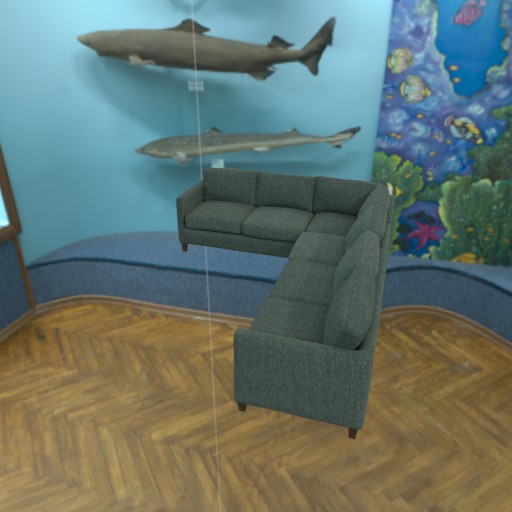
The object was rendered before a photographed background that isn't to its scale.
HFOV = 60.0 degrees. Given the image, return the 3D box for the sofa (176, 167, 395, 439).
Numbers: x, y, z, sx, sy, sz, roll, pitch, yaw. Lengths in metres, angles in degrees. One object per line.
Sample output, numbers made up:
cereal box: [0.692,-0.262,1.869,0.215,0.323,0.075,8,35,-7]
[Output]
sofa: [0.000,0.000,4.531,2.593,0.947,3.302,8,28,16]
